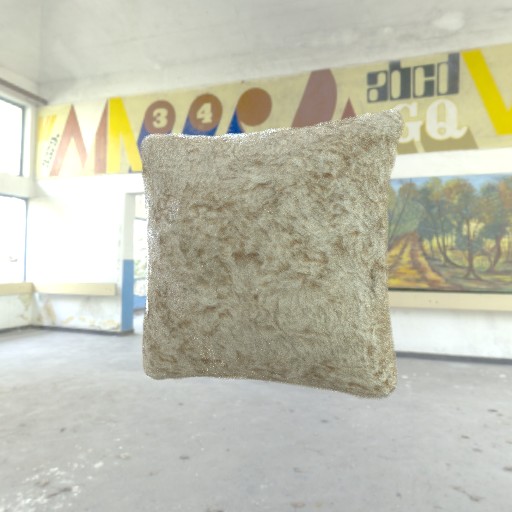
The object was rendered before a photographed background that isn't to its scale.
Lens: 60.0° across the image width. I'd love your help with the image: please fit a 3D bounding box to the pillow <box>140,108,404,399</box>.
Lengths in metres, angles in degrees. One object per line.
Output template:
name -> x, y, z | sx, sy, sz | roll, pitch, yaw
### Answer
pillow -> 0.000, 0.000, 0.840 | 0.538, 0.525, 0.216 | 0, -1, 20
